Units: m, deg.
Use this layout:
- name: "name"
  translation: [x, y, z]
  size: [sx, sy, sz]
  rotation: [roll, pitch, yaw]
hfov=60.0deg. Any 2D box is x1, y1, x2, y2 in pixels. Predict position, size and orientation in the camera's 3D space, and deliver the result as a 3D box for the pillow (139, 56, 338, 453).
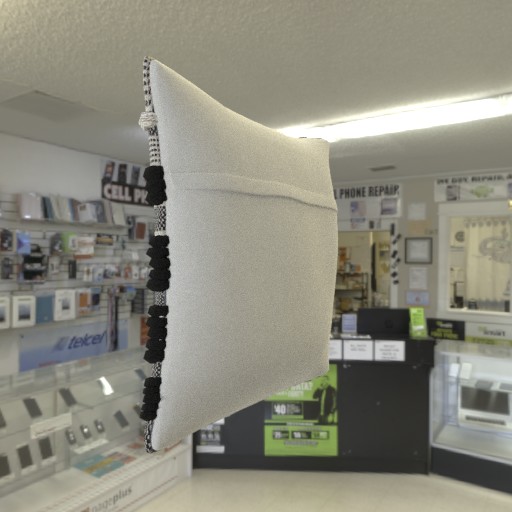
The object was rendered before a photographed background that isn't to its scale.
- name: "pillow"
  translation: [0.000, 0.000, 0.660]
  size: [0.156, 0.438, 0.436]
  rotation: [0, 0, 36]
